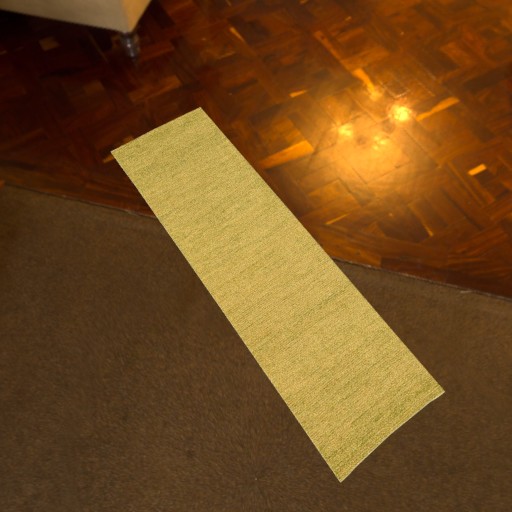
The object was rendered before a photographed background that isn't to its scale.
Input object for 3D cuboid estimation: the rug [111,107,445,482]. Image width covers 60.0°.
[{"bbox_3d":[0.000,0.000,2.542,0.686,0.013,2.340,-32,68,-15],"label":"rug"}]
